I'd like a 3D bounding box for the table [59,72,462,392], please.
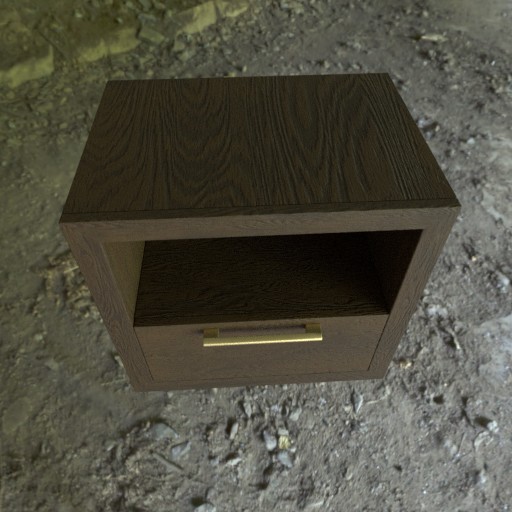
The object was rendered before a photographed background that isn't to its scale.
[{"bbox_3d":[0.000,0.000,0.953,0.560,0.585,0.439,-3,48,-2],"label":"table"}]
